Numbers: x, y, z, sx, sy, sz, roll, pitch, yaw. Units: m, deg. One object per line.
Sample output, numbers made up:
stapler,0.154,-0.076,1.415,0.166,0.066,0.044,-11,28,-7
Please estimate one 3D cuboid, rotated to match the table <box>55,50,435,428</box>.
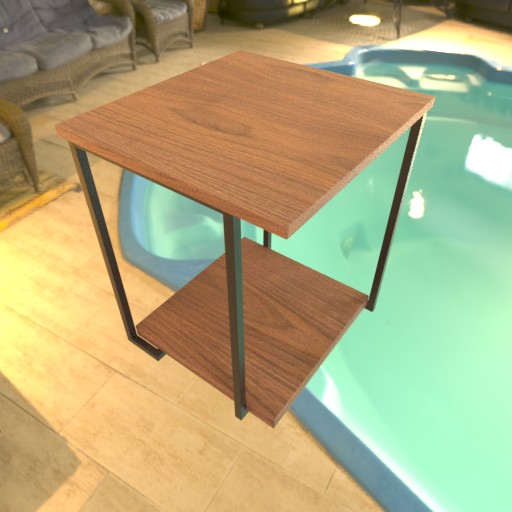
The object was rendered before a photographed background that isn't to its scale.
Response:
table,0.000,0.000,0.831,0.384,0.567,0.411,26,48,27
